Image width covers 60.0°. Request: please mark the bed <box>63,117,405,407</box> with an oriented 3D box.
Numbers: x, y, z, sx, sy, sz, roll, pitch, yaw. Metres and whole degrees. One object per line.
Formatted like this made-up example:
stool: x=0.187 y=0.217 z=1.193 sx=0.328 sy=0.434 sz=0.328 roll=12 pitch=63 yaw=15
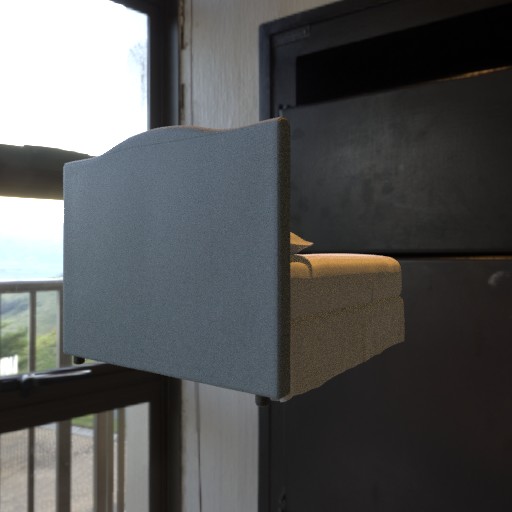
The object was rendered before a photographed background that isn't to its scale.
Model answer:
bed: x=0.000 y=0.000 z=3.394 sx=1.753 sy=1.460 sz=2.143 roll=0 pitch=-1 yaw=35
